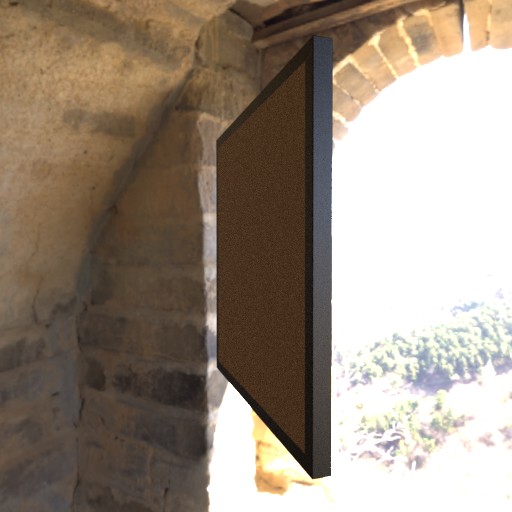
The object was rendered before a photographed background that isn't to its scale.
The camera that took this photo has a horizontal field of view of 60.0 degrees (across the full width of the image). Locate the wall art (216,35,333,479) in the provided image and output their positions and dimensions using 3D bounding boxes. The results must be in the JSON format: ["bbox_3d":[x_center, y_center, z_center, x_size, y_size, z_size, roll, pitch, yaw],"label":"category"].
[{"bbox_3d":[0.000,0.000,1.132,0.038,0.765,0.765,0,1,-18],"label":"wall art"}]
